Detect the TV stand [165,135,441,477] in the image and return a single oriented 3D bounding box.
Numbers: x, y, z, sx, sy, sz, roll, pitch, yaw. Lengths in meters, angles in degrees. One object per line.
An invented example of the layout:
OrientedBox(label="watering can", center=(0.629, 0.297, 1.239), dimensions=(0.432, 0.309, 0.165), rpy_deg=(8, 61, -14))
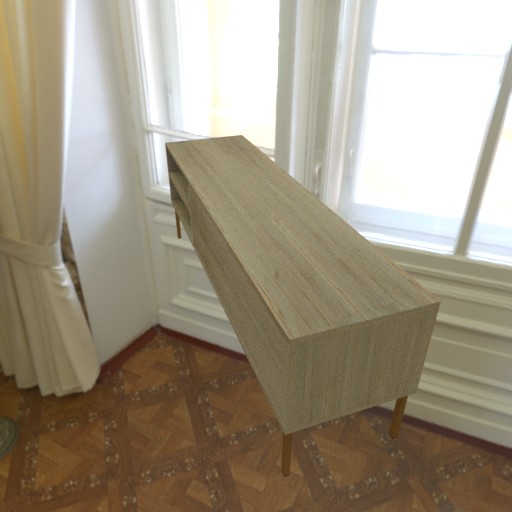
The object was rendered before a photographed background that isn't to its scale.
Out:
OrientedBox(label="TV stand", center=(0.000, 0.000, 1.853), dimensions=(0.420, 0.550, 1.600), rpy_deg=(-11, 33, -17))
